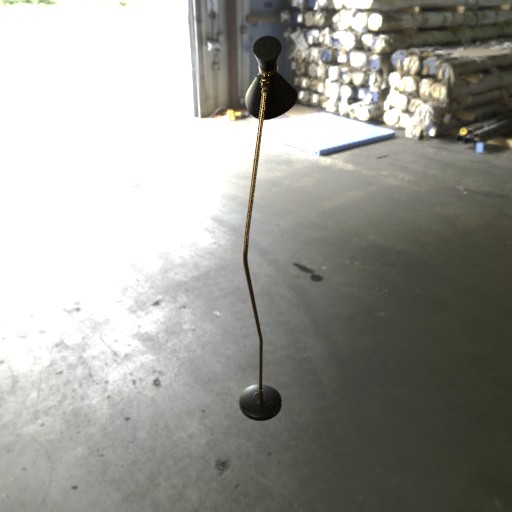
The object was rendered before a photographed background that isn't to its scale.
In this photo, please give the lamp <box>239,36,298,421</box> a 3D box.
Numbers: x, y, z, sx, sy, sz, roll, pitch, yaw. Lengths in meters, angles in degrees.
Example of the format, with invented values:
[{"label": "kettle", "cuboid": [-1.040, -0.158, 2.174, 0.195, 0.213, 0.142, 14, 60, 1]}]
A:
[{"label": "lamp", "cuboid": [0.000, 0.000, 1.618, 0.277, 1.438, 0.467, 20, 36, 31]}]
